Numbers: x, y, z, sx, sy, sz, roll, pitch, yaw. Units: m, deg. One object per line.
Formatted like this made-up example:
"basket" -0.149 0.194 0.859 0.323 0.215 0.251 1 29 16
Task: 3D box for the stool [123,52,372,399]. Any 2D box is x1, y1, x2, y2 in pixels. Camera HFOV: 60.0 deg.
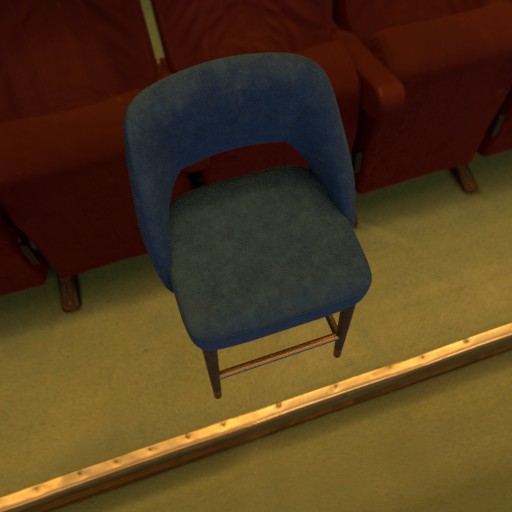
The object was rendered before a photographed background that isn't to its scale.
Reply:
"stool" 0.000 0.000 1.238 0.536 0.925 0.524 -17 65 -8
